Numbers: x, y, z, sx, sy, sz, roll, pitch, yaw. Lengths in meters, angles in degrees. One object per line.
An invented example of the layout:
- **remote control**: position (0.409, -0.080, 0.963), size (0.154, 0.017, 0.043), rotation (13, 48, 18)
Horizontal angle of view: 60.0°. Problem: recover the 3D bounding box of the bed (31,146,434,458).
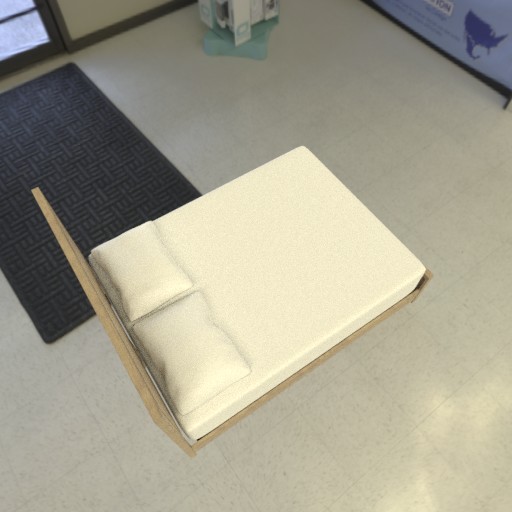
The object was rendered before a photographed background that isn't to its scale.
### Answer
- **bed**: position (0.000, 0.000, 3.233), size (2.189, 1.369, 1.606), rotation (-30, 64, -17)
